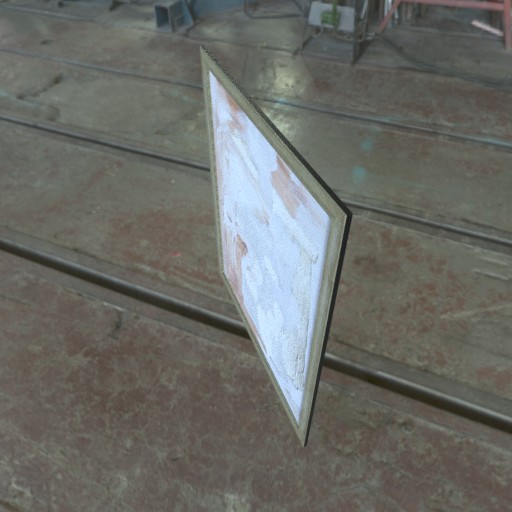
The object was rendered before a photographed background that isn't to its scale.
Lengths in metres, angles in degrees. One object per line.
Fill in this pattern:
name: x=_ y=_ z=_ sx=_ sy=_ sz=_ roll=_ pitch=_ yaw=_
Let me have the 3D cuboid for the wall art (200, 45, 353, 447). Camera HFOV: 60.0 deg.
wall art: x=0.000 y=0.000 z=0.787 sx=0.009 sy=0.559 sz=0.483 roll=-16 pitch=47 yaw=-16
